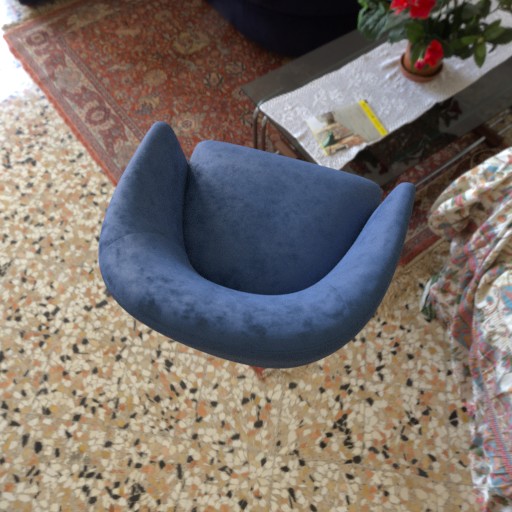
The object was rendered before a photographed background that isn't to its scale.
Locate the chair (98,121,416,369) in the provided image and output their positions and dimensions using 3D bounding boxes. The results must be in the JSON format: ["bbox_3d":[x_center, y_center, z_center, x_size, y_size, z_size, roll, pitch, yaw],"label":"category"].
[{"bbox_3d":[0.000,0.000,1.357,0.773,0.698,0.767,16,64,8],"label":"chair"}]
